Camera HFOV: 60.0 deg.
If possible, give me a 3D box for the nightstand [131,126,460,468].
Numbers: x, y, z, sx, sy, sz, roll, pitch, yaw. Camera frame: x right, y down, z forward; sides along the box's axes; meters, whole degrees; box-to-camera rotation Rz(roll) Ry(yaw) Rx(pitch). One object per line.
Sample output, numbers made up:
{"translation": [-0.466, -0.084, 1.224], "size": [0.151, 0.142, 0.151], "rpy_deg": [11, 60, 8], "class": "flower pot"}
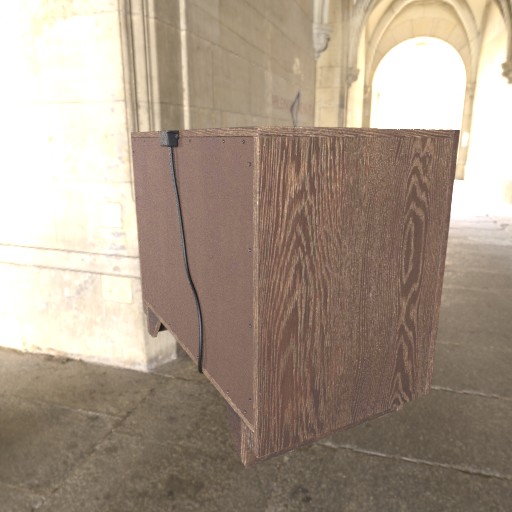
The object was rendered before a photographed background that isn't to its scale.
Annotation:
{"translation": [0.000, 0.000, 1.128], "size": [0.457, 0.612, 0.775], "rpy_deg": [-8, 17, -27], "class": "nightstand"}
